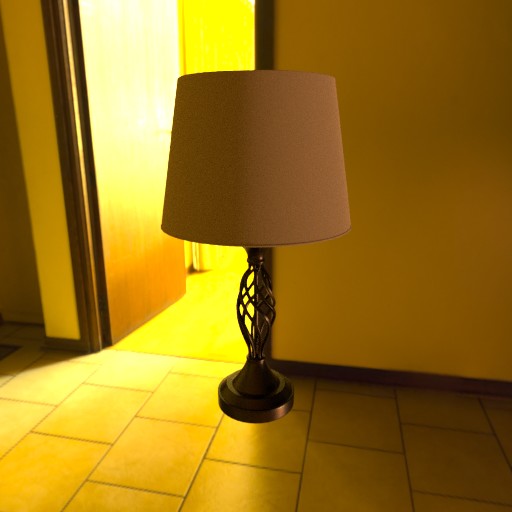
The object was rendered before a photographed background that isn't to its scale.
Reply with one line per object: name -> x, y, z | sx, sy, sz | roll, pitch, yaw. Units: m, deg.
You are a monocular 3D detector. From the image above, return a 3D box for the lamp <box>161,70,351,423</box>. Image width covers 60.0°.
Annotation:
lamp -> 0.000, 0.000, 0.800 | 0.331, 0.594, 0.331 | 0, 16, 0
